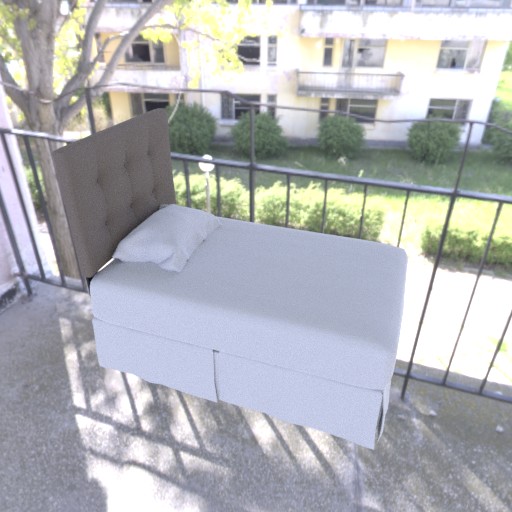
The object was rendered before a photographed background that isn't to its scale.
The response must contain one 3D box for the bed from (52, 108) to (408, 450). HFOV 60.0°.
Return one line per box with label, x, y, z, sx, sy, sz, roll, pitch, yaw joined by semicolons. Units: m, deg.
bed;0.000;0.000;2.978;1.997;1.571;1.261;10;32;17
